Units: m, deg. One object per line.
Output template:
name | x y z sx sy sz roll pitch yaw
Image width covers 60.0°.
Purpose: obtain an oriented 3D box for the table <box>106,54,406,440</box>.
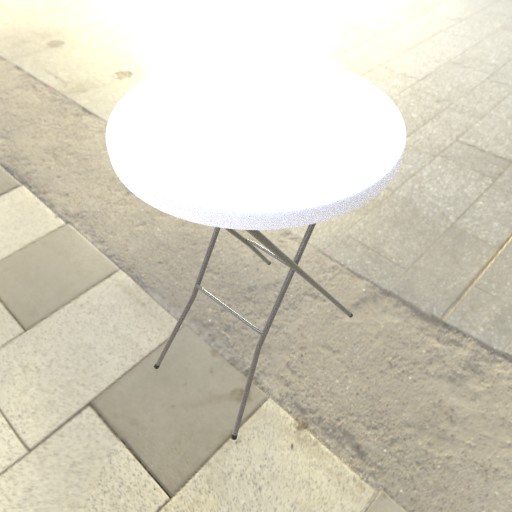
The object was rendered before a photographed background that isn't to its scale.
table | 0.000 0.000 1.596 0.792 1.105 0.795 33 55 27
